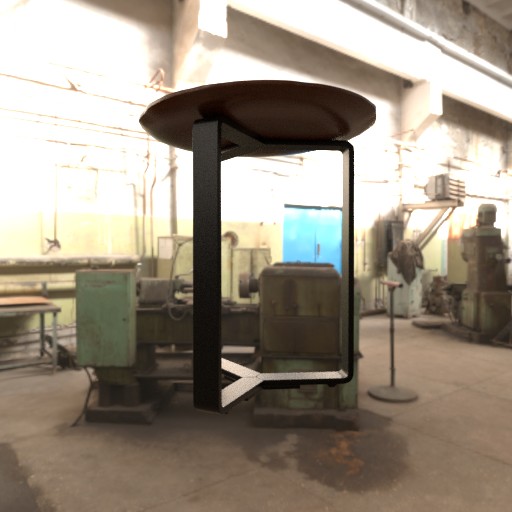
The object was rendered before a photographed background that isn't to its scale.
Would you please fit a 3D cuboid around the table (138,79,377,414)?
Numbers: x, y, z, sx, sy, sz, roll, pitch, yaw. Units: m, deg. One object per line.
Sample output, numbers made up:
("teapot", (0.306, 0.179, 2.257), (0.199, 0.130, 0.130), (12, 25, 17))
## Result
("table", (0.000, 0.000, 0.760), (0.380, 0.450, 0.410), (-1, 1, -35))
